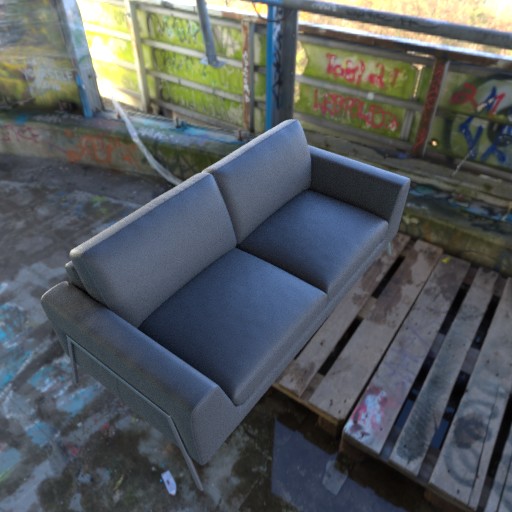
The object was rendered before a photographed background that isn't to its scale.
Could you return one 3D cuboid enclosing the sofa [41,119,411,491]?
[{"bbox_3d":[0.000,0.000,2.486,0.953,0.875,2.017,26,47,27],"label":"sofa"}]
